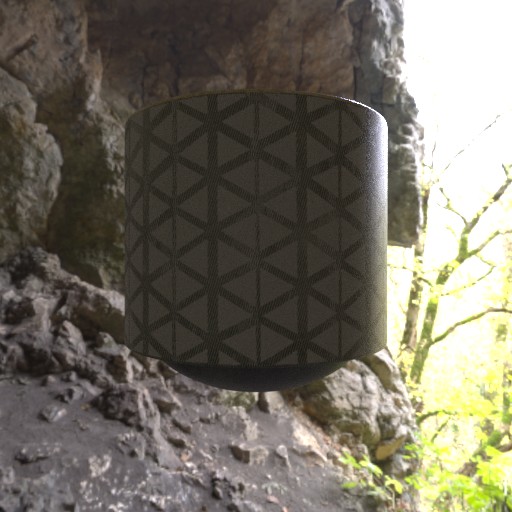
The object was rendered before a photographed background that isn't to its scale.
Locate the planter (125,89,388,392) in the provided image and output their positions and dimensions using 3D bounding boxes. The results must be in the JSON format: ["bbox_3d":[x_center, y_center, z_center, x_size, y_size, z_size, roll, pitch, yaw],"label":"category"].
[{"bbox_3d":[0.000,0.000,0.334,0.190,0.181,0.190,0,0,0],"label":"planter"}]
